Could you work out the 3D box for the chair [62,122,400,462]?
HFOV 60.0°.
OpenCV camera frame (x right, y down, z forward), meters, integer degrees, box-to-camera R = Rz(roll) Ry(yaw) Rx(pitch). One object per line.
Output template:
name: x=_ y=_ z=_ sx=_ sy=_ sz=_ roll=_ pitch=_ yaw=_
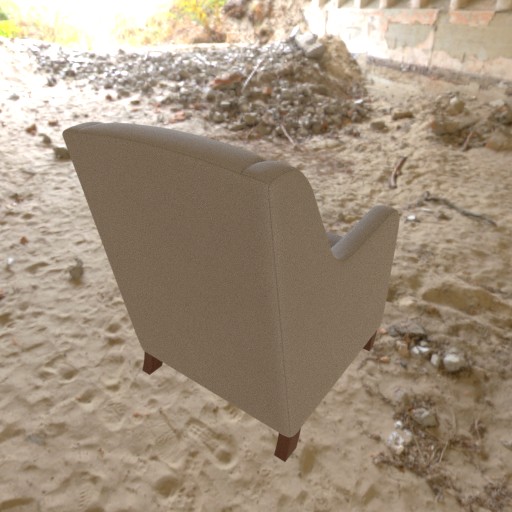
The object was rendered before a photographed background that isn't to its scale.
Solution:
chair: x=0.000 y=0.000 z=1.557 sx=0.715 sy=1.010 sz=0.863 roll=20 pitch=35 yaw=32
